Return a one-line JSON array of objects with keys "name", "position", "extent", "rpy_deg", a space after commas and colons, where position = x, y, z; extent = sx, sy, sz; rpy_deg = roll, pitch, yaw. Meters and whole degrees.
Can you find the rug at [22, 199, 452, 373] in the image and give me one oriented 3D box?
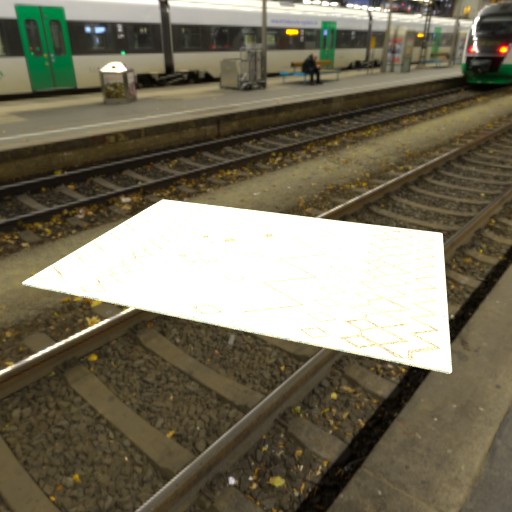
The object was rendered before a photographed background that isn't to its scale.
[{"name": "rug", "position": [0.000, 0.000, 2.276], "extent": [1.820, 0.009, 1.260], "rpy_deg": [9, 27, 17]}]
